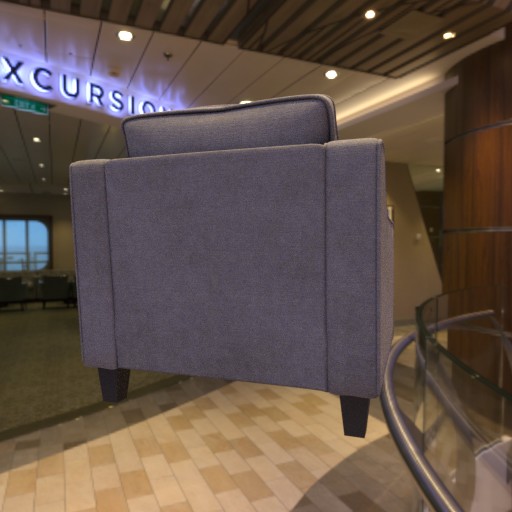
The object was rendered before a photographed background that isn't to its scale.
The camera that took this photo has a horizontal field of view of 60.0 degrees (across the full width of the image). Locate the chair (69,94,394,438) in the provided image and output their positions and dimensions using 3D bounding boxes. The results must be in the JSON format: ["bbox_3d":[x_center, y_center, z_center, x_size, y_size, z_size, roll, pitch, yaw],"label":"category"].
[{"bbox_3d":[0.000,0.000,1.600,0.926,0.944,0.840,0,1,20],"label":"chair"}]
